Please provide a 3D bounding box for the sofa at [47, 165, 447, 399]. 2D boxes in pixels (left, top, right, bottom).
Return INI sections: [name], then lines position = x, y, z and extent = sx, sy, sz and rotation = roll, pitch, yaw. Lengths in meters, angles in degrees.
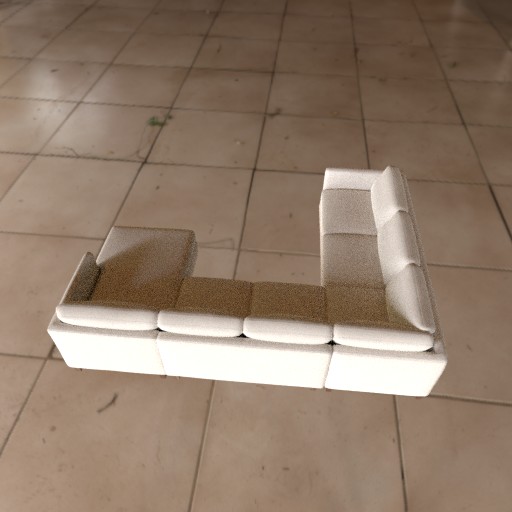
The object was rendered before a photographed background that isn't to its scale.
[sofa]
position = 0.000, 0.000, 4.553
extent = 3.238, 0.853, 2.551
rotation = 4, 46, 4
